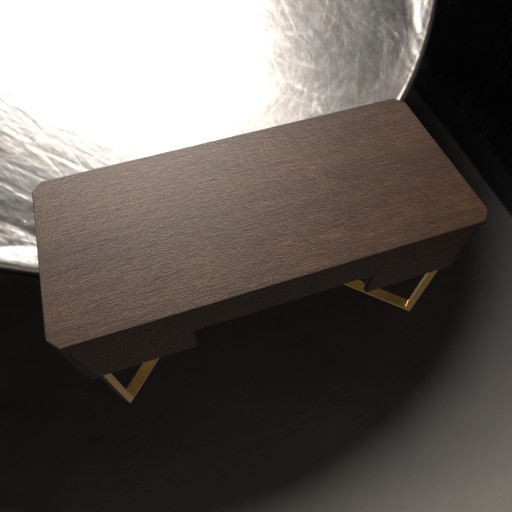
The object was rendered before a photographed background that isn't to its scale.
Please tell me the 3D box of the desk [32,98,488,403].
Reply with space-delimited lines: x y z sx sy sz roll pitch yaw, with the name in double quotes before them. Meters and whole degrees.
"desk" 0.000 0.000 1.871 1.479 0.762 0.684 -16 60 -10
